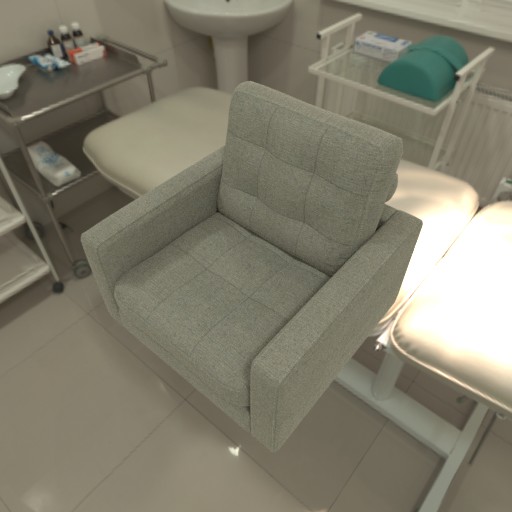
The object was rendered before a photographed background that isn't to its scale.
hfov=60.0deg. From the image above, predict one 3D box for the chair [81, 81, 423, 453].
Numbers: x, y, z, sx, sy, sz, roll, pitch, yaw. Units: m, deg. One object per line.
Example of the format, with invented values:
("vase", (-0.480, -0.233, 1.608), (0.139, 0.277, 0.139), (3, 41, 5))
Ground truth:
("chair", (0.000, 0.000, 1.526), (0.821, 0.880, 0.843), (31, 54, 27))
